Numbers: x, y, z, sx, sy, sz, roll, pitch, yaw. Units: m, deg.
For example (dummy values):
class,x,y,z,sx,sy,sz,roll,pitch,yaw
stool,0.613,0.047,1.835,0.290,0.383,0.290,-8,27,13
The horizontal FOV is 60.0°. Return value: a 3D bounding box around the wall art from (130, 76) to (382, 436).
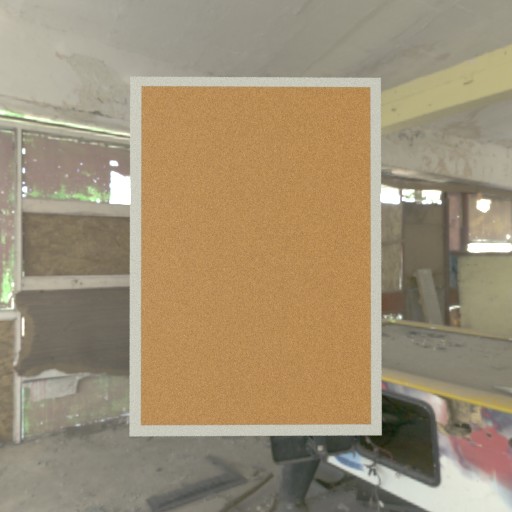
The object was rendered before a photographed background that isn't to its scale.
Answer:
class,x,y,z,sx,sy,sz,roll,pitch,yaw
wall art,0.000,0.000,0.541,0.303,0.433,0.013,0,0,-1
